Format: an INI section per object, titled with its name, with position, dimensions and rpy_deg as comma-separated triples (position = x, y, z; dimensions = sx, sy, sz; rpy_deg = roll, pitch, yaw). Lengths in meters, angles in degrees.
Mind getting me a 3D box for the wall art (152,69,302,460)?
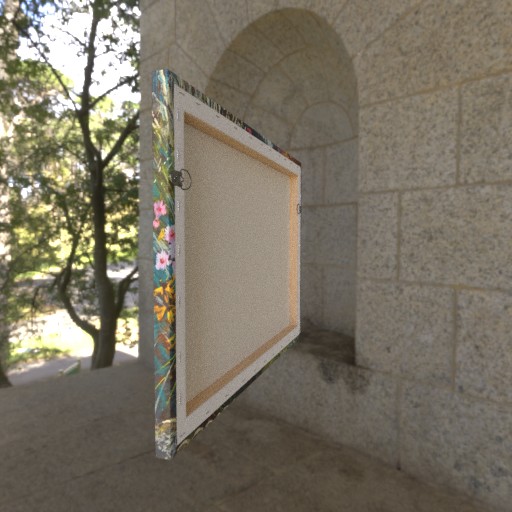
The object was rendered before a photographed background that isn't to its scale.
[wall art]
position = 0.000, 0.000, 1.400
dimensions = 0.042, 0.760, 1.136
rpy_deg = 1, 3, 19
